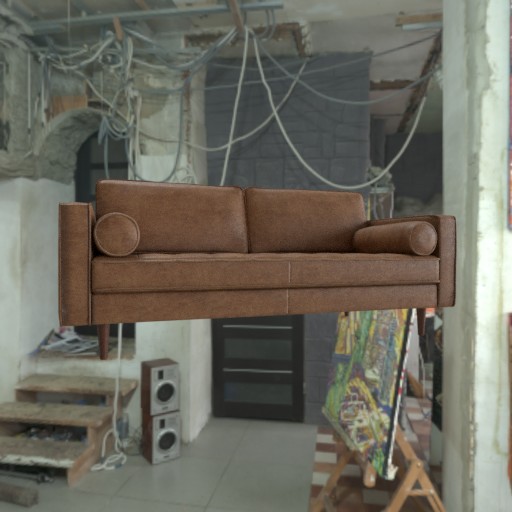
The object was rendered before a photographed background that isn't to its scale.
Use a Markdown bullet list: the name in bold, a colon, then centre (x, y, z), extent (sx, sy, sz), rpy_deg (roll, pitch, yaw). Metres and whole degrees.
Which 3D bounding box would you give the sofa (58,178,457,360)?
- **sofa**: centre (0.000, 0.000, 2.396), extent (1.920, 0.825, 0.924), rpy_deg (0, 0, -19)
